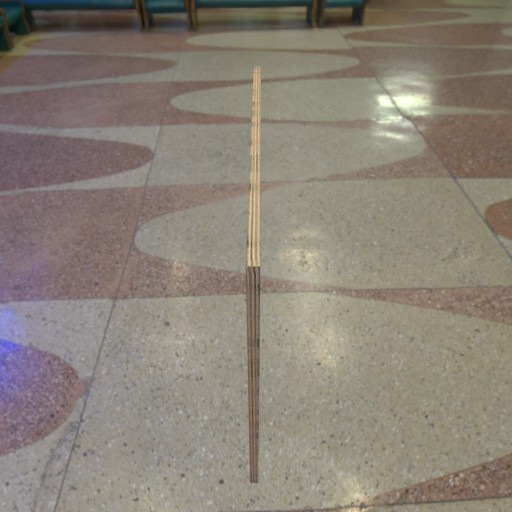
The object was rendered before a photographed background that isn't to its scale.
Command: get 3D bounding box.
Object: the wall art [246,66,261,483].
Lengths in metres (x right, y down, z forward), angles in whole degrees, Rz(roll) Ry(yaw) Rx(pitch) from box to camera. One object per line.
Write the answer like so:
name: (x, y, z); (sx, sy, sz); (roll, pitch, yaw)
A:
wall art: (0.000, 0.000, 0.686); (0.012, 0.408, 0.508); (0, 40, 0)
